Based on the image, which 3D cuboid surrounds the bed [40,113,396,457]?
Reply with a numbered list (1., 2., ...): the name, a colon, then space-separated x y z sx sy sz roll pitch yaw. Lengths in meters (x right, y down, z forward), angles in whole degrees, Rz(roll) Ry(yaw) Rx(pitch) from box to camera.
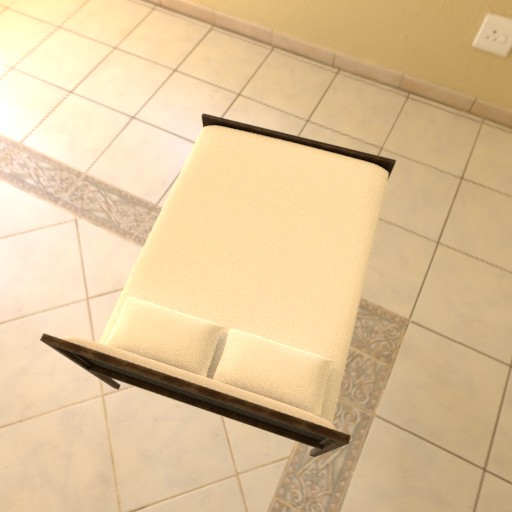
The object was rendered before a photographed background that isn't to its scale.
1. bed: 0.000 0.000 3.213 1.607 1.313 2.221 16 64 8
